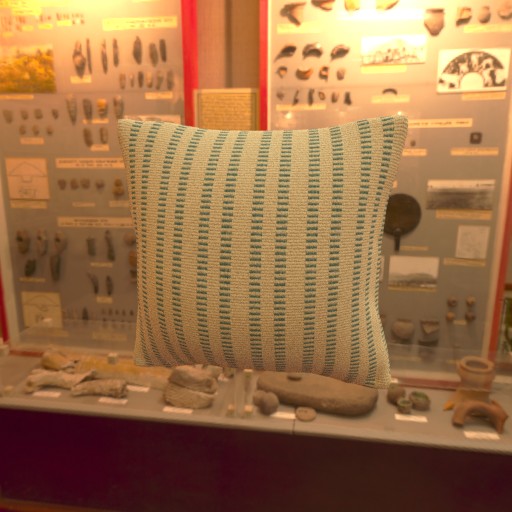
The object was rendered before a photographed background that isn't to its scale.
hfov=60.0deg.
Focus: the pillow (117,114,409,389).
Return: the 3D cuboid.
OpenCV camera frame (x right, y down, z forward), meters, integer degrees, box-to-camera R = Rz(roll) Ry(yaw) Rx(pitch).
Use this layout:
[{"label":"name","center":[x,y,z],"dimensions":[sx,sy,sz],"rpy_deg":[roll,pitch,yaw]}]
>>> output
[{"label":"pillow","center":[0.000,0.000,0.696],"dimensions":[0.438,0.419,0.247],"rpy_deg":[2,14,10]}]
